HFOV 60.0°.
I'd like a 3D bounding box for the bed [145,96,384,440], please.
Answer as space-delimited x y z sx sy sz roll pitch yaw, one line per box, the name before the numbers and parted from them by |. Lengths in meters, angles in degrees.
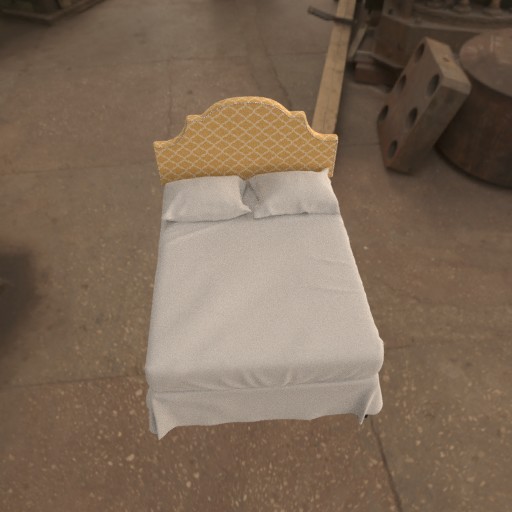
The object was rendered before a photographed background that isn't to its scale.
bed | 0.000 0.000 3.439 1.780 1.633 2.222 -3 47 -3
